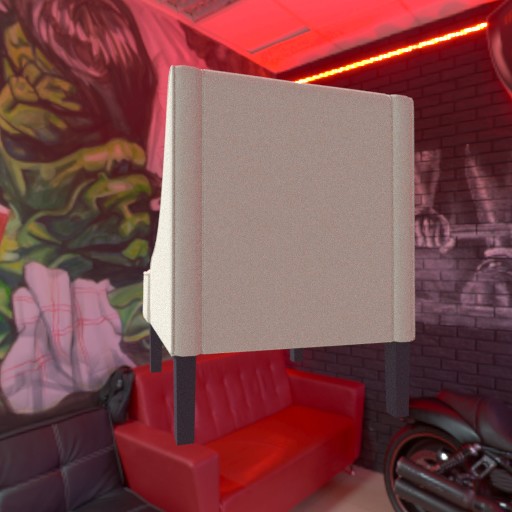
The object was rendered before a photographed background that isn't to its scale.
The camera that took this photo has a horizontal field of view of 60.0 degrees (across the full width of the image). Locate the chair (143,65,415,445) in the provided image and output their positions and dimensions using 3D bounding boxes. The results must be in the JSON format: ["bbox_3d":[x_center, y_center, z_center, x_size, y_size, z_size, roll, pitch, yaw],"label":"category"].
[{"bbox_3d":[0.000,0.000,1.489,0.689,0.886,0.806,0,-1,-18],"label":"chair"}]
